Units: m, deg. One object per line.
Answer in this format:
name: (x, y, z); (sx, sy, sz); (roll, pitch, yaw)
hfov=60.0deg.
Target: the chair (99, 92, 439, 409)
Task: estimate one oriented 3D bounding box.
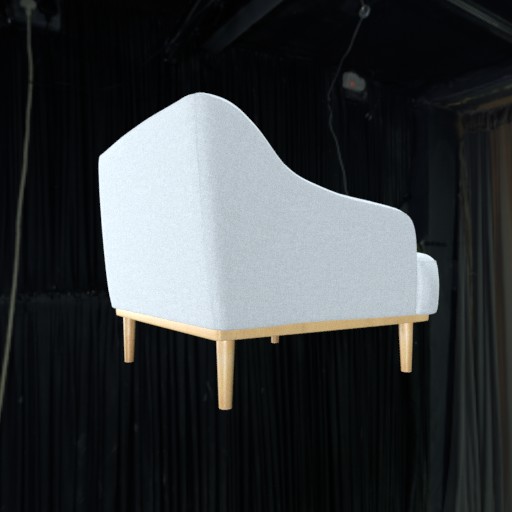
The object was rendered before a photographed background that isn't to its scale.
chair: (0.000, 0.000, 1.658); (0.951, 0.818, 0.946); (1, -2, -36)
